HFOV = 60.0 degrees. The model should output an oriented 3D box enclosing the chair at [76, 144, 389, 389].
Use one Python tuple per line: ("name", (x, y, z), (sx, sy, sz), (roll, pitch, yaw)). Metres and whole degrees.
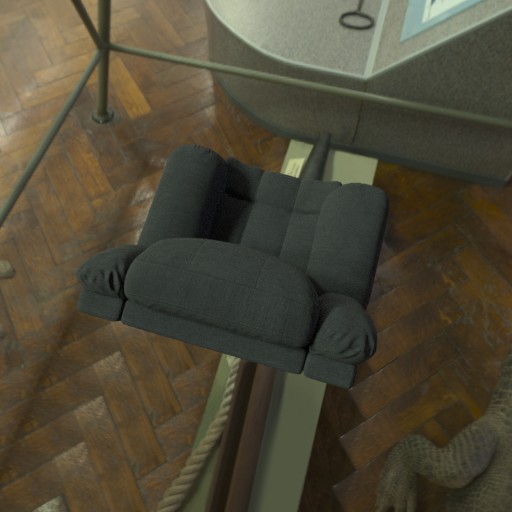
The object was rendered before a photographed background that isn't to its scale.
("chair", (0.000, 0.000, 1.722), (0.899, 1.008, 0.944), (15, 65, 7))
